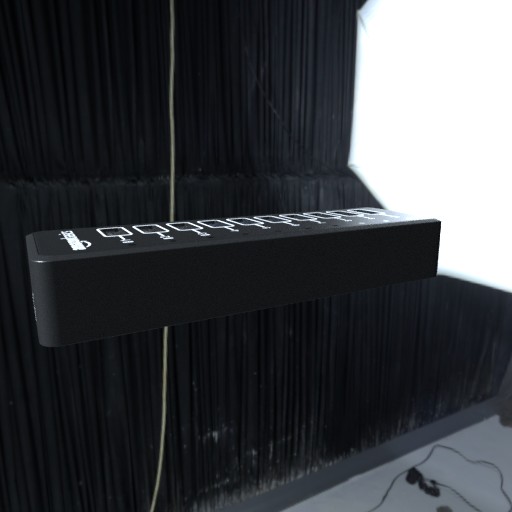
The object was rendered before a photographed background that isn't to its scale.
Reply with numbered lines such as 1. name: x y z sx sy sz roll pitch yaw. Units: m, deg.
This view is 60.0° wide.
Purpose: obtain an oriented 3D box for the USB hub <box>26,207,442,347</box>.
1. USB hub: 0.000 0.000 0.159 0.145 0.023 0.044 -7 15 -27
